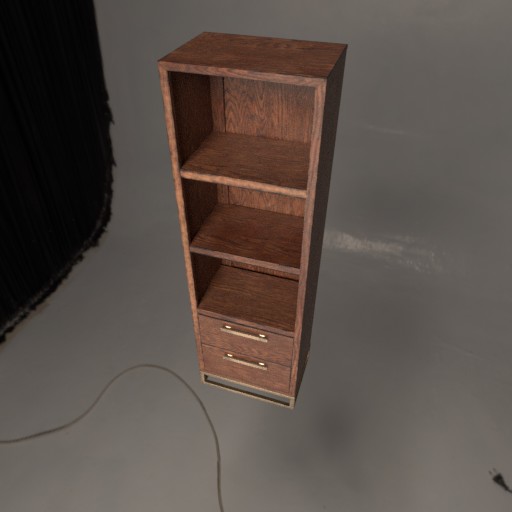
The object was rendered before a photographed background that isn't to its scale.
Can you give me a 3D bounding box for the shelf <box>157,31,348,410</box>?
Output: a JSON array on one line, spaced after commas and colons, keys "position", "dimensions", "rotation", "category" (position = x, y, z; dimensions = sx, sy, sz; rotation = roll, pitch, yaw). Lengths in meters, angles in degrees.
[{"position": [0.000, 0.000, 2.002], "dimensions": [0.539, 1.732, 0.395], "rotation": [12, 42, 14], "category": "shelf"}]
